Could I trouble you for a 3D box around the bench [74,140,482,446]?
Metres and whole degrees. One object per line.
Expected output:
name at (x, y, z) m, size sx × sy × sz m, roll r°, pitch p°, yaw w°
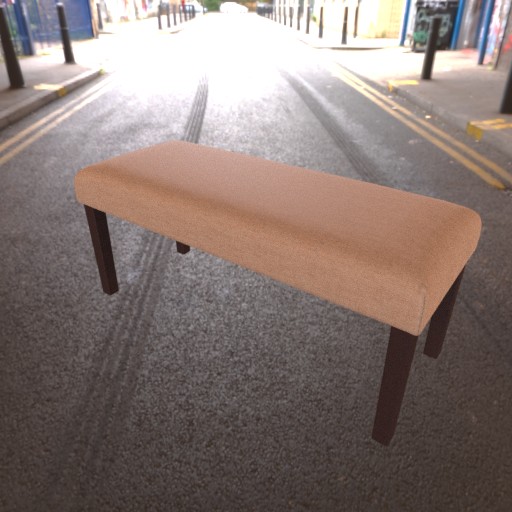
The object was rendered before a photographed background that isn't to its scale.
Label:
bench at (0.000, 0.000, 1.230) m, size 1.013 × 0.456 × 0.407 m, roll 20°, pitch 36°, yaw 31°
